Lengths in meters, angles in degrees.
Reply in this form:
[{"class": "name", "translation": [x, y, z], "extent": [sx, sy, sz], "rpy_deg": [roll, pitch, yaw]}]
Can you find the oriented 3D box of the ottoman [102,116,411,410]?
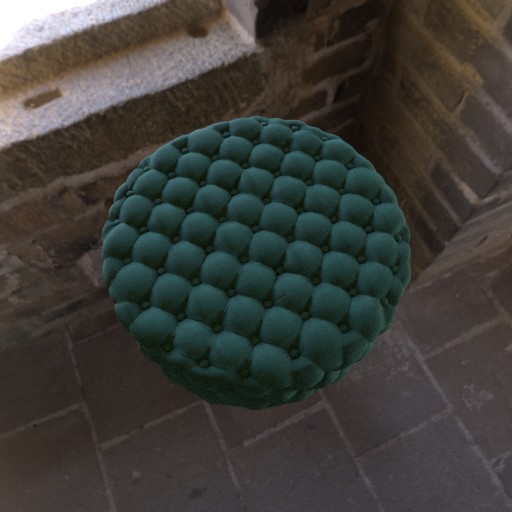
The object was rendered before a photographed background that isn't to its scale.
[{"class": "ottoman", "translation": [0.000, 0.000, 1.553], "extent": [0.998, 0.399, 0.998], "rpy_deg": [0, 62, 0]}]
